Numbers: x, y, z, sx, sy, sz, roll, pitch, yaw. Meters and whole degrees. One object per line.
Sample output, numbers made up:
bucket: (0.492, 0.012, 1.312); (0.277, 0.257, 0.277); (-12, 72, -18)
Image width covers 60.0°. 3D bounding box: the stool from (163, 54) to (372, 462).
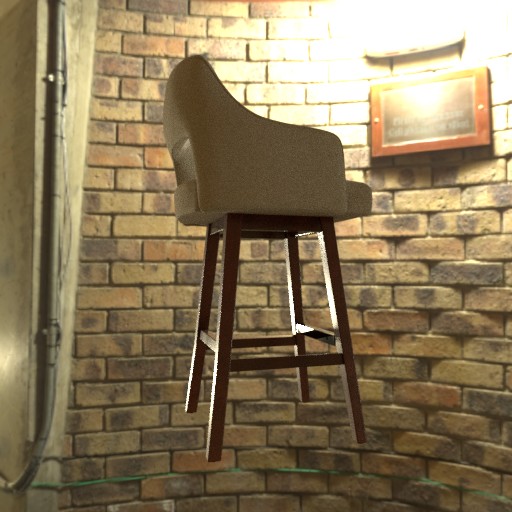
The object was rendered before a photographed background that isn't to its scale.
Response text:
stool: (0.000, 0.000, 1.364); (0.560, 1.041, 0.550); (1, -2, -16)
